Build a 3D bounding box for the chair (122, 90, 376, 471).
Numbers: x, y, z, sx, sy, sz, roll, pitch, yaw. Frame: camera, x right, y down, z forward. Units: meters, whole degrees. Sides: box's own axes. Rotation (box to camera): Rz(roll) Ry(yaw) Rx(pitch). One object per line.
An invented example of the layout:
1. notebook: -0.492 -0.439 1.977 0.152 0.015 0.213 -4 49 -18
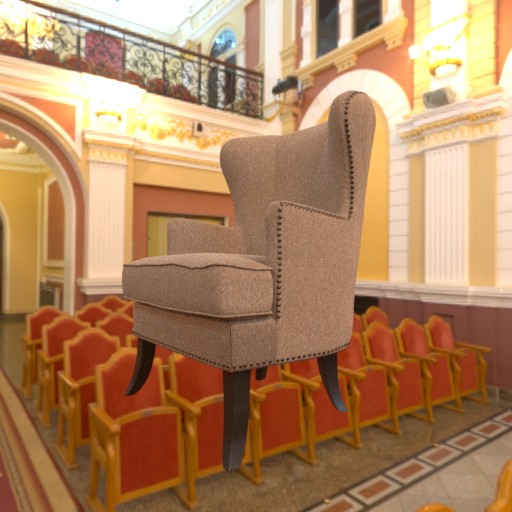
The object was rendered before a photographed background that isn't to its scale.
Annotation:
1. chair: 0.000 0.000 1.595 0.758 1.060 0.759 0 0 -35
